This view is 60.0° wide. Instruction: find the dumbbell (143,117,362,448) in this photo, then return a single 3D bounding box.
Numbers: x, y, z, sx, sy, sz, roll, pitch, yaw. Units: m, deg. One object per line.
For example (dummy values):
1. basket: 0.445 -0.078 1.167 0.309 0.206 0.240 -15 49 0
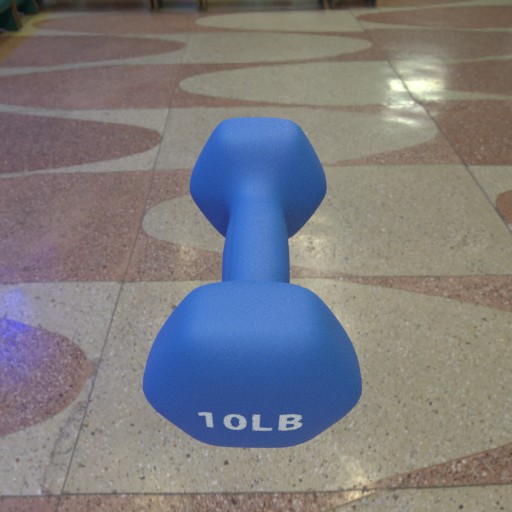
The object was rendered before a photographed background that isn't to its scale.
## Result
1. dumbbell: 0.000 0.000 0.269 0.103 0.093 0.212 1 42 1
